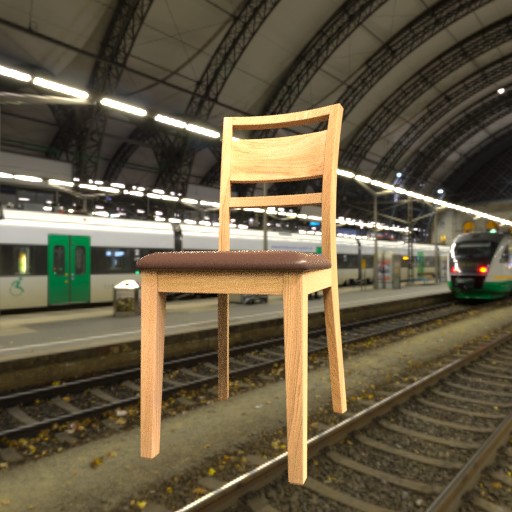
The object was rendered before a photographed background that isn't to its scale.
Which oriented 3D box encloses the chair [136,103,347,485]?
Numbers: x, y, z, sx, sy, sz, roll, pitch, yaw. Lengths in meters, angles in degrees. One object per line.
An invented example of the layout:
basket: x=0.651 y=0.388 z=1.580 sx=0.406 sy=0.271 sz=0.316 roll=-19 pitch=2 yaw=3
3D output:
chair: x=0.000 y=0.000 z=1.207 sx=0.420 sy=0.940 sz=0.545 roll=0 pitch=-1 yaw=20
